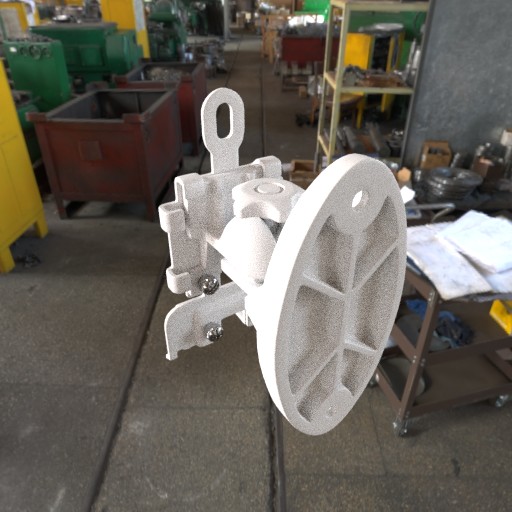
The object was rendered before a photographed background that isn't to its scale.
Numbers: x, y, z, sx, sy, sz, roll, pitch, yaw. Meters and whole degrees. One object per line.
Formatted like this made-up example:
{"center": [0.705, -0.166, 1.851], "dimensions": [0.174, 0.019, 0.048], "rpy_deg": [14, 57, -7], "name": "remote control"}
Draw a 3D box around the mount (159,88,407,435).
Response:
{"center": [0.000, 0.000, 0.173], "dimensions": [0.066, 0.118, 0.100], "rpy_deg": [-19, 37, -28], "name": "mount"}
